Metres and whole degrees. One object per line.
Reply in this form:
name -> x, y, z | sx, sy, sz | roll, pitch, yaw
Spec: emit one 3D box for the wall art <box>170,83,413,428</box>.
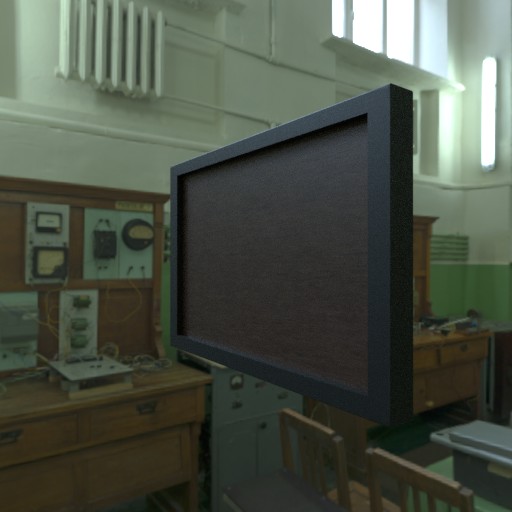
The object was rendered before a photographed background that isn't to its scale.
wall art -> 0.000, 0.000, 0.870 | 0.051, 0.456, 0.671 | 0, 0, -36
